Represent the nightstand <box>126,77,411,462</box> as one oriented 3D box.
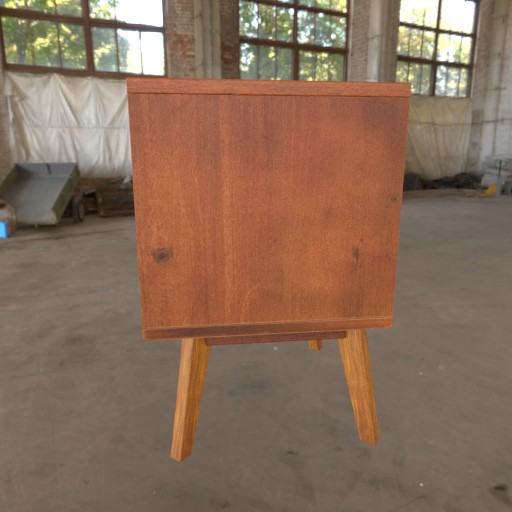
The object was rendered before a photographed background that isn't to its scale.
[{"bbox_3d":[0.000,0.000,0.915,0.411,0.618,0.460,-2,14,-7],"label":"nightstand"}]
